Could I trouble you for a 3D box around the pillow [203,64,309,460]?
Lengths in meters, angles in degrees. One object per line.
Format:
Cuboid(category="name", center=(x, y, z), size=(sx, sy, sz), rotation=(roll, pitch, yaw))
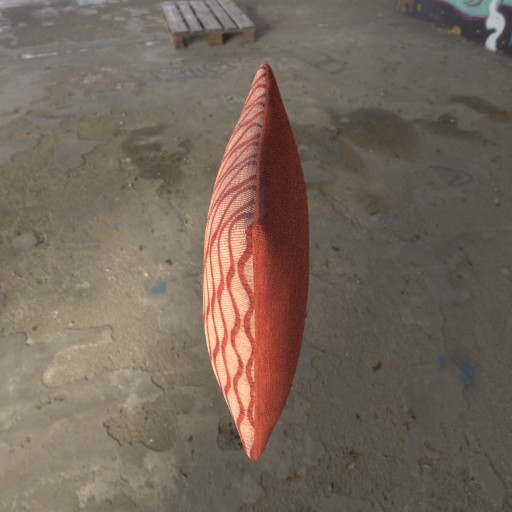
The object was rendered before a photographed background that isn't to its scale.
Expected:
Cuboid(category="pillow", center=(0.000, 0.000, 0.673), size=(0.159, 0.434, 0.429), rotation=(1, 42, 1))
